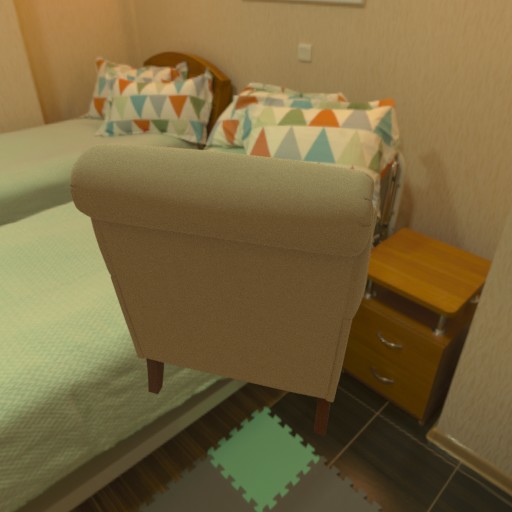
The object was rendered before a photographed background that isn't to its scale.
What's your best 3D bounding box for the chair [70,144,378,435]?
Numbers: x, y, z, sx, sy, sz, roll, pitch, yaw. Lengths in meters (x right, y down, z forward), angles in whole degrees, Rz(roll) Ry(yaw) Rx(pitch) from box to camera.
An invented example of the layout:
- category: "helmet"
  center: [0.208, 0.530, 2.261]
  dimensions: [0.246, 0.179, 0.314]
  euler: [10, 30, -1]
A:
- category: "chair"
  center: [0.000, 0.000, 1.536]
  dimensions: [0.766, 0.942, 0.842]
  euler: [9, 33, 14]
